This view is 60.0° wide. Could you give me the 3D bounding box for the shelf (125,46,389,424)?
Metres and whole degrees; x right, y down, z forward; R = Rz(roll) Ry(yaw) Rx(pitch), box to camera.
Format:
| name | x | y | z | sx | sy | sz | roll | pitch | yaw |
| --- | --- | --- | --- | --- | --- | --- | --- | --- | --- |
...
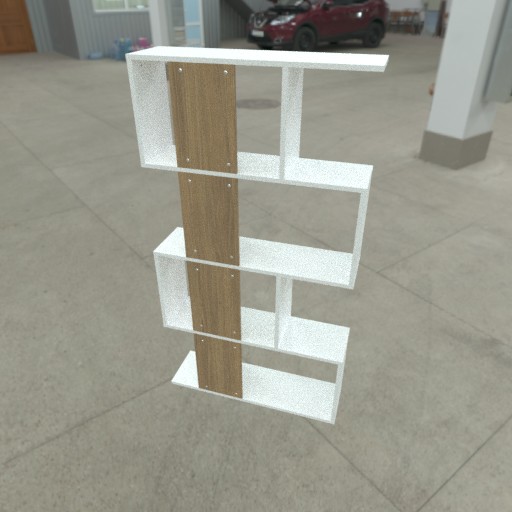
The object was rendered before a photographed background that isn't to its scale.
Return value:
| name | x | y | z | sx | sy | sz | roll | pitch | yaw |
| --- | --- | --- | --- | --- | --- | --- | --- | --- | --- |
| shelf | 0.000 | 0.000 | 1.980 | 0.890 | 1.650 | 0.250 | 9 | 33 | 15 |
